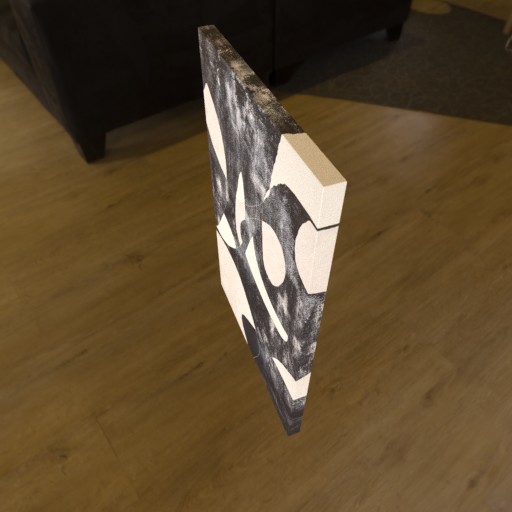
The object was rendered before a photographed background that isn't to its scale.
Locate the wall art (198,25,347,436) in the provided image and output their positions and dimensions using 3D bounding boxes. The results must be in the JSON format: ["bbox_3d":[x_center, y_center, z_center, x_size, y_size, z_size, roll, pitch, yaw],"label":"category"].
[{"bbox_3d":[0.000,0.000,1.143,0.041,0.915,0.610,-16,50,-14],"label":"wall art"}]
